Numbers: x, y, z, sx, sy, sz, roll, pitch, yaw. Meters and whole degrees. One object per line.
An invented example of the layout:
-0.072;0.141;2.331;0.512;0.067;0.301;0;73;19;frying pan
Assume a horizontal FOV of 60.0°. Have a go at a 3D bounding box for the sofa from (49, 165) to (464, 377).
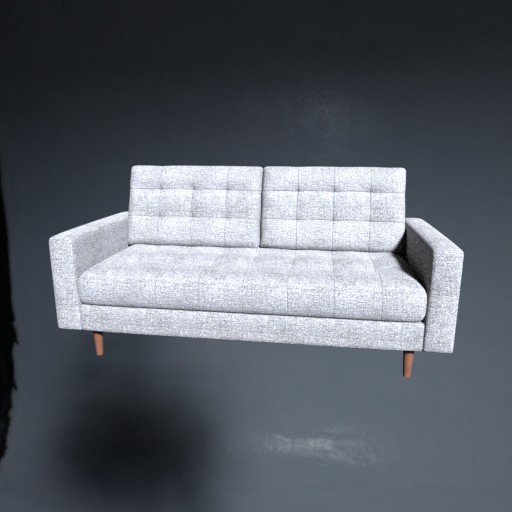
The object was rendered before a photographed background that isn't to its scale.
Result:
0.000;0.000;2.338;1.821;0.902;0.863;2;14;8;sofa
